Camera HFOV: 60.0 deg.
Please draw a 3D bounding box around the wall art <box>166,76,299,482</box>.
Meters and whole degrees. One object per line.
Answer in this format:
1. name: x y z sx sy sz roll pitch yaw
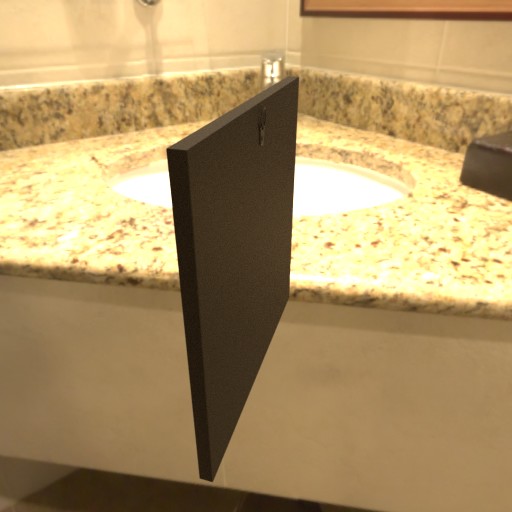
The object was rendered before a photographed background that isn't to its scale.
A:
1. wall art: 0.000 0.000 1.200 0.043 0.807 0.805 9 31 15
